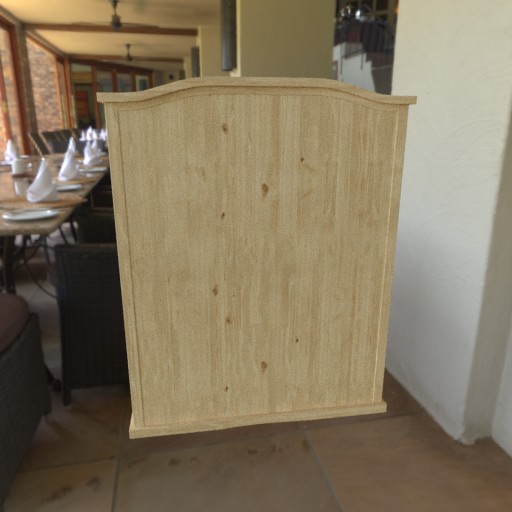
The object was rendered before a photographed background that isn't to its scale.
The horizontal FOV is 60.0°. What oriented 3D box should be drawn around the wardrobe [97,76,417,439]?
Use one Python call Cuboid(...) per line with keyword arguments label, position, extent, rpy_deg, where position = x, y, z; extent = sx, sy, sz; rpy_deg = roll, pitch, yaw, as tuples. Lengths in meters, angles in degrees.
Cuboid(label="wardrobe", position=(0.000, 0.000, 2.560), extent=(1.500, 1.870, 0.570), rpy_deg=(-3, 17, -9))
